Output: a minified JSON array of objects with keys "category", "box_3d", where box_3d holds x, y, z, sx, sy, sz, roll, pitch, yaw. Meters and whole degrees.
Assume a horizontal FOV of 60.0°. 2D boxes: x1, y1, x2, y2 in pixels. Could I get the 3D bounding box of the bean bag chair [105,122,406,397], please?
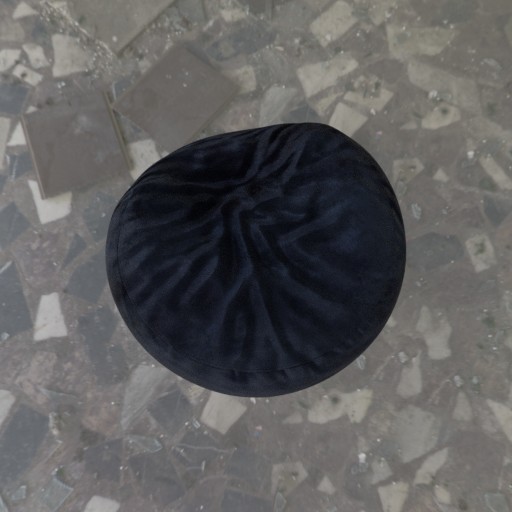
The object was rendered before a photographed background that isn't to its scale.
[{"category":"bean bag chair","box_3d":[0.000,0.000,1.504,0.918,0.616,0.918,0,76,0]}]
